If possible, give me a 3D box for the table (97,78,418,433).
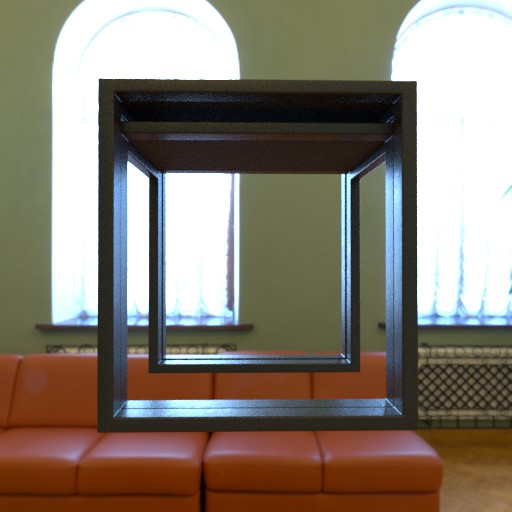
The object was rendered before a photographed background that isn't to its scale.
[{"bbox_3d":[0.000,0.000,0.913,0.500,0.550,0.449,0,0,-1],"label":"table"}]
